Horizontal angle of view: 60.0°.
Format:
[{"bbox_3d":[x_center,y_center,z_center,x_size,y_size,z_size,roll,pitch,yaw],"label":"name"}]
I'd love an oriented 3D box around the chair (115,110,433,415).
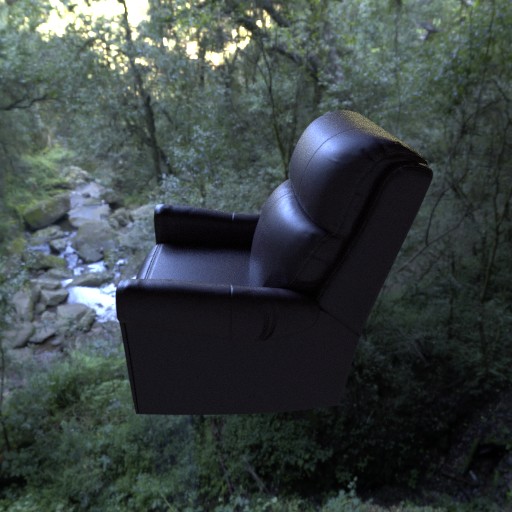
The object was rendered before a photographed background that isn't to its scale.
[{"bbox_3d":[0.000,0.000,1.778,1.014,1.054,0.838,-1,27,-2],"label":"chair"}]
